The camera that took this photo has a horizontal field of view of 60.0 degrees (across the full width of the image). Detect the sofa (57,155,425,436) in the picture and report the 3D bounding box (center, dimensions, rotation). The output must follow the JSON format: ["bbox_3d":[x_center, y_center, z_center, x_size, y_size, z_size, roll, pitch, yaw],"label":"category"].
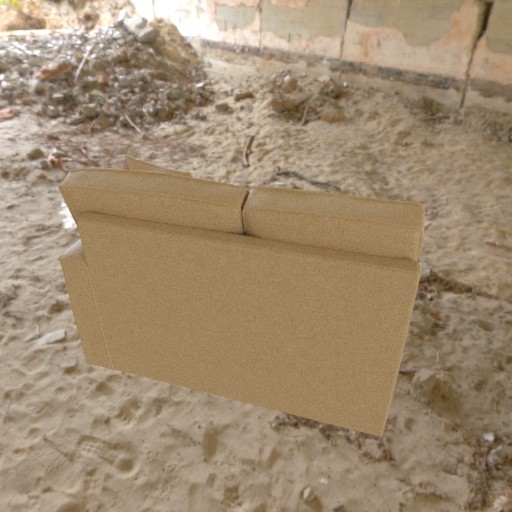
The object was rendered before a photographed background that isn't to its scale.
[{"bbox_3d":[0.000,0.000,2.067,1.388,0.989,0.991,9,32,15],"label":"sofa"}]
